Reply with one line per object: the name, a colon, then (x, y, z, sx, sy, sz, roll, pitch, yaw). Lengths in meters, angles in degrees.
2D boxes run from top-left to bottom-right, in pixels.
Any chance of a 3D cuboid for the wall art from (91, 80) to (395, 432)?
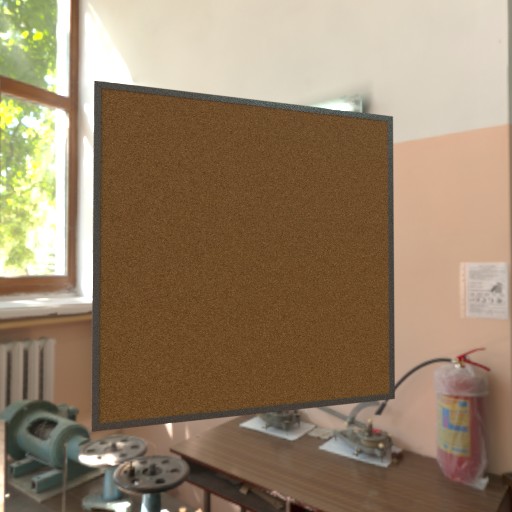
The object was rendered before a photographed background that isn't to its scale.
wall art: (0.000, 0.000, 0.505, 0.349, 0.349, 0.028, 0, -1, -18)
